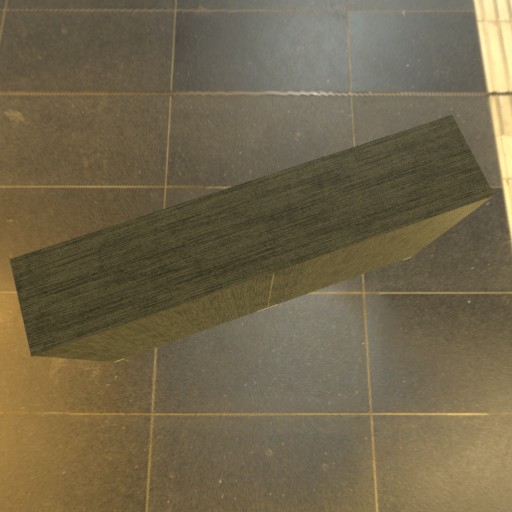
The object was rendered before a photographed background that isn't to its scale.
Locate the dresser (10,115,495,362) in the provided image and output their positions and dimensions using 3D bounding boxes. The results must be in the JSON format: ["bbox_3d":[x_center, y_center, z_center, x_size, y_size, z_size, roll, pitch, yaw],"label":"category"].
[{"bbox_3d":[0.000,0.000,1.803,1.535,0.790,0.333,-19,76,-5],"label":"dresser"}]
